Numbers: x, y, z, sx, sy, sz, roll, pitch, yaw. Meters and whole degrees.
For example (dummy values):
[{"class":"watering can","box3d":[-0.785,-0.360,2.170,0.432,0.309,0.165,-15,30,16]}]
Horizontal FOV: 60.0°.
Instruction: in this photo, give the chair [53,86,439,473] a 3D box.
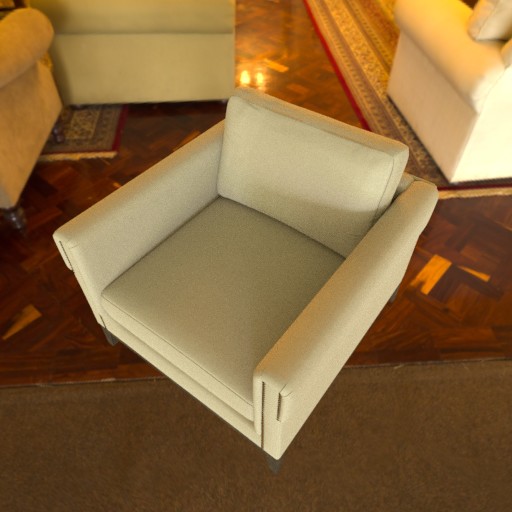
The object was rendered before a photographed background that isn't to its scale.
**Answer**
[{"class":"chair","box3d":[0.000,0.000,1.635,0.914,0.838,0.959,29,54,24]}]
